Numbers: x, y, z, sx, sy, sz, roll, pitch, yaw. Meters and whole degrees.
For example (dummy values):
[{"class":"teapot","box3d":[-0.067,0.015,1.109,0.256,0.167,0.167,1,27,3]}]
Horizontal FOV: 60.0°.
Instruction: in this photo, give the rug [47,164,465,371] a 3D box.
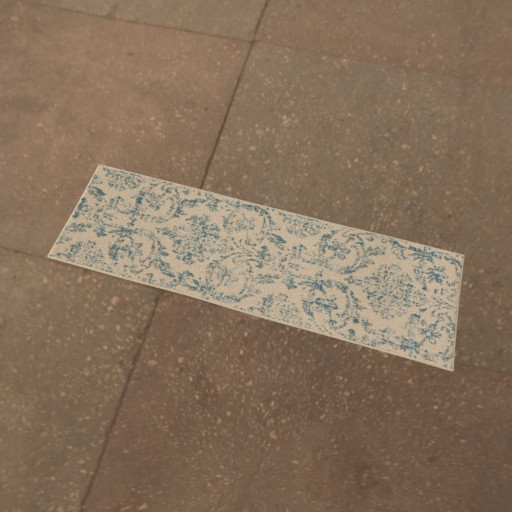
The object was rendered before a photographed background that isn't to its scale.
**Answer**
[{"class":"rug","box3d":[0.000,0.000,2.433,2.196,0.011,0.662,15,64,7]}]
